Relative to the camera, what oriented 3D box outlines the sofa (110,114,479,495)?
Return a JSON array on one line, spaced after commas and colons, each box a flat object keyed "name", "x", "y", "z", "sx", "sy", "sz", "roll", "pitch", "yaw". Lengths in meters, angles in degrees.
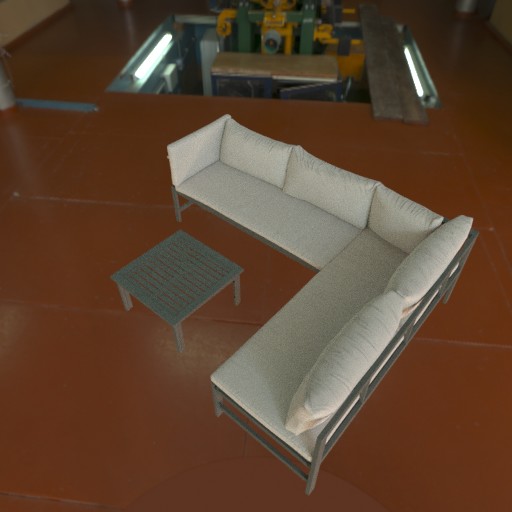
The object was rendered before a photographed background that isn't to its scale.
[{"name": "sofa", "x": 0.000, "y": 0.000, "z": 2.860, "sx": 2.096, "sy": 0.758, "sz": 1.658, "roll": 31, "pitch": 52, "yaw": 28}]
